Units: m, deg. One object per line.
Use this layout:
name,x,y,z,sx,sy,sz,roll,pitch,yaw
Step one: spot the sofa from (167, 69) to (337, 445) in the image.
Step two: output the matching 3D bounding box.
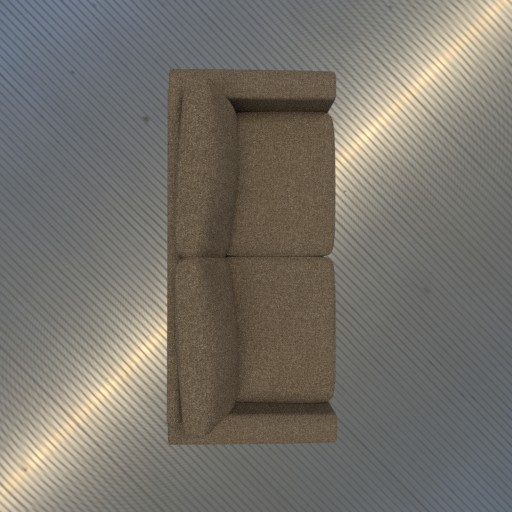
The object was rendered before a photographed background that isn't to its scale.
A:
sofa,0.000,0.000,2.692,1.016,0.873,2.179,0,89,-2
